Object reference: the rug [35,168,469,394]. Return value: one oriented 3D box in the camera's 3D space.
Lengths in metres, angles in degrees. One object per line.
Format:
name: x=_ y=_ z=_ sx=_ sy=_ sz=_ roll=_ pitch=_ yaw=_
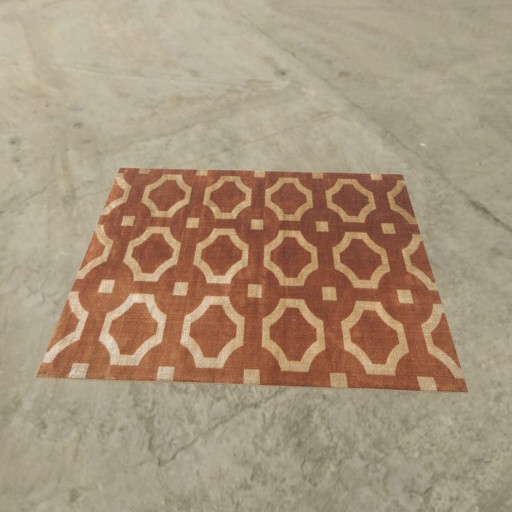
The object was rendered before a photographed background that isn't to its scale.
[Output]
rug: x=0.000 y=0.000 z=3.936 sx=3.049 sy=0.021 sz=2.466 roll=2 pitch=48 yaw=1
